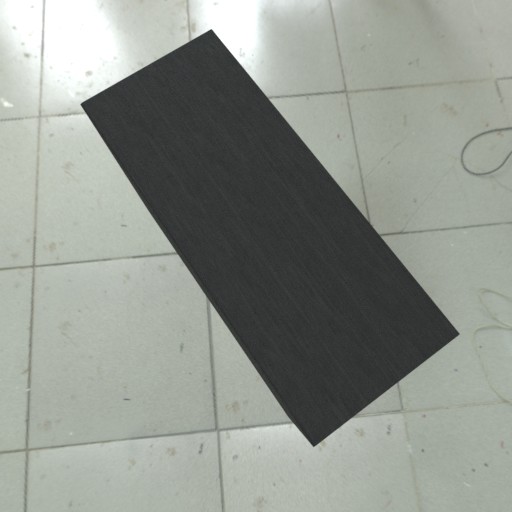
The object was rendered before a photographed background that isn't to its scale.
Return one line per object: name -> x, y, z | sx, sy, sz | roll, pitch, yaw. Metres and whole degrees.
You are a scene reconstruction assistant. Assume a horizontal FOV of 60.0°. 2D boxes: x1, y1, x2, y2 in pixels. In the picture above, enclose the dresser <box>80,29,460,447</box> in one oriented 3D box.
dresser -> 0.000, 0.000, 1.448 | 0.404, 0.816, 0.994 | -34, 77, -9
